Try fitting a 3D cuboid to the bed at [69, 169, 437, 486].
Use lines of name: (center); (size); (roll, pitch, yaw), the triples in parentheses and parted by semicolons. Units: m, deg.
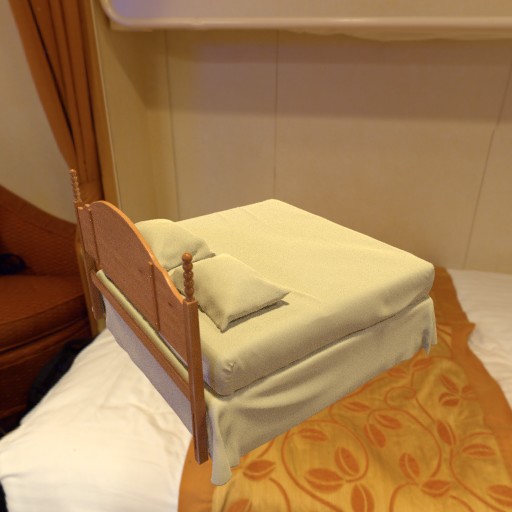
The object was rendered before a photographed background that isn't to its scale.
bed: (0.000, 0.000, 3.579); (2.219, 1.355, 2.322); (-17, 31, -32)
